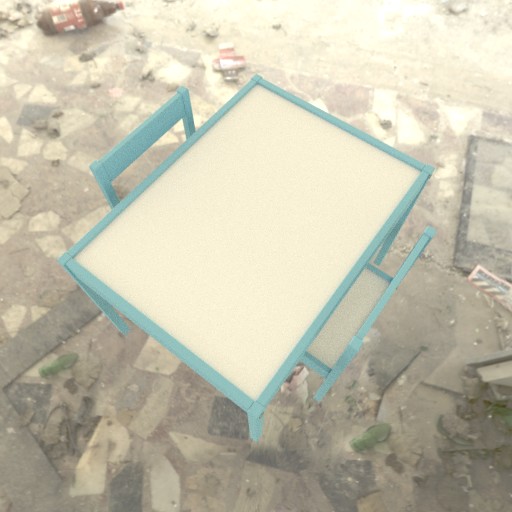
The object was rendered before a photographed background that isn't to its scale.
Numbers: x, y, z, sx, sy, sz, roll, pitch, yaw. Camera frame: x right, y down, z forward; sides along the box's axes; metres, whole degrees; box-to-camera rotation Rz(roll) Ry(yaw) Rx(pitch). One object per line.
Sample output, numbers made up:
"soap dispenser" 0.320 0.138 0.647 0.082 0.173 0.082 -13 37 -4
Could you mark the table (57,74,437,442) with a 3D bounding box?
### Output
"table" 0.000 0.000 1.080 0.633 0.503 0.639 34 68 16
